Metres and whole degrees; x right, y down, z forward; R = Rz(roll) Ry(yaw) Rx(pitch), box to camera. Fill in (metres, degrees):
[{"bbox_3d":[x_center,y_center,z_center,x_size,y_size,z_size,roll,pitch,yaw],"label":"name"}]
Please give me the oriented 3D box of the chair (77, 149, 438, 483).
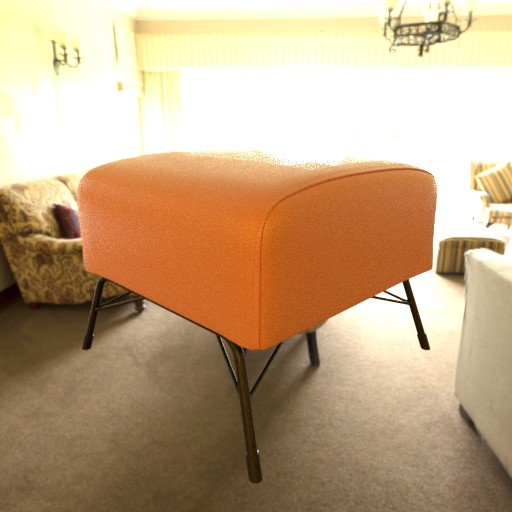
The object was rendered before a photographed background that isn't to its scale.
[{"bbox_3d":[0.000,0.000,0.886,0.530,0.410,0.530,-16,23,-43],"label":"chair"}]
